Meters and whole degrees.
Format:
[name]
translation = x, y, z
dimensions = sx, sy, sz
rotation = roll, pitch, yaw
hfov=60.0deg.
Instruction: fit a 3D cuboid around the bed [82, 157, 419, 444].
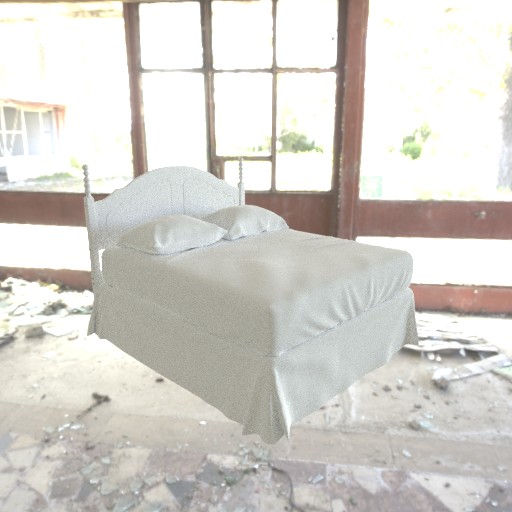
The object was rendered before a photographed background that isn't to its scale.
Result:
[bed]
translation = 0.000, 0.000, 3.357
dimensions = 2.040, 1.356, 1.873
rotation = 14, 20, 42
